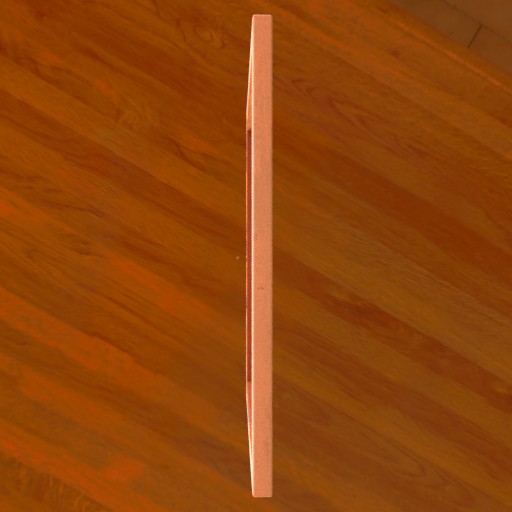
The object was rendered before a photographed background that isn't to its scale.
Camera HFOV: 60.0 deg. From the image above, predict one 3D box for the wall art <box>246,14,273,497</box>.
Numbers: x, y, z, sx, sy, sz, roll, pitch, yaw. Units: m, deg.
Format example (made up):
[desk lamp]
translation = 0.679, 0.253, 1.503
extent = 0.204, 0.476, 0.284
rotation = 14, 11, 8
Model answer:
[wall art]
translation = 0.000, 0.000, 1.141
extent = 0.038, 0.609, 0.913
rotation = 0, 90, -2
